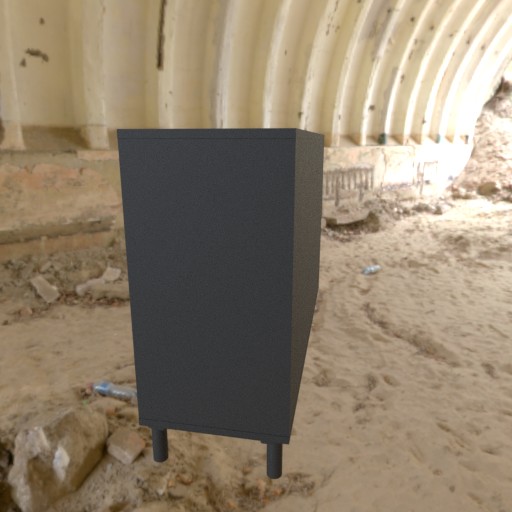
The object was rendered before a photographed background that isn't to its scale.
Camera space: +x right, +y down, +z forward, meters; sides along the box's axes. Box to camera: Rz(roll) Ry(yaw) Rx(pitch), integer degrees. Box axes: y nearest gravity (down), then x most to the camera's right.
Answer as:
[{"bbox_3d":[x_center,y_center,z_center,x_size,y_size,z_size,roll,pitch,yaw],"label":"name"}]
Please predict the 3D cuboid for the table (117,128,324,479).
[{"bbox_3d":[0.000,0.000,1.599,0.400,0.855,1.200,3,15,11],"label":"table"}]
